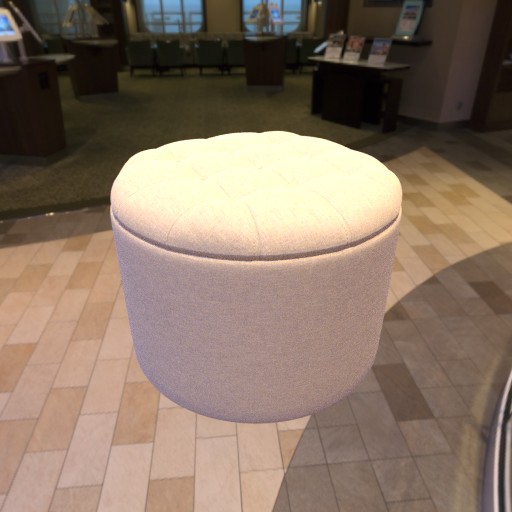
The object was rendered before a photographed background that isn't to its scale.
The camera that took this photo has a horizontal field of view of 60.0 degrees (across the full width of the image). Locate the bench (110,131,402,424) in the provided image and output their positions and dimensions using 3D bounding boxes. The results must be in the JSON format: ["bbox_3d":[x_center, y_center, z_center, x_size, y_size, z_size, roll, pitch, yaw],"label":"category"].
[{"bbox_3d":[0.000,0.000,1.018,0.600,0.454,0.600,0,30,0],"label":"bench"}]
